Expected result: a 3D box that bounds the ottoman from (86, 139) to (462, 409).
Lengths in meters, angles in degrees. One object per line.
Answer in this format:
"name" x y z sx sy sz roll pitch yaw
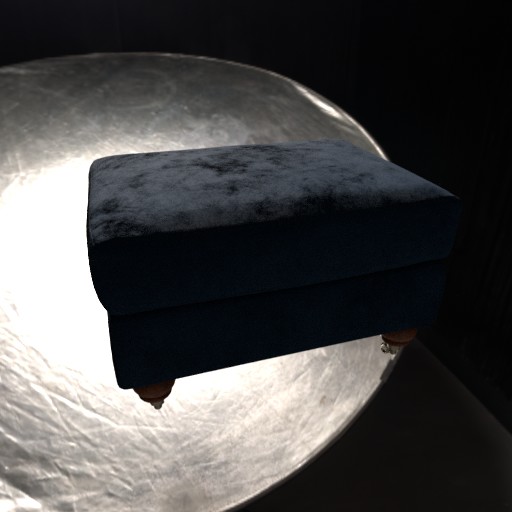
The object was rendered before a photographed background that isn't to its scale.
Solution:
"ottoman" 0.000 0.000 1.146 0.773 0.503 0.572 -8 29 -16
